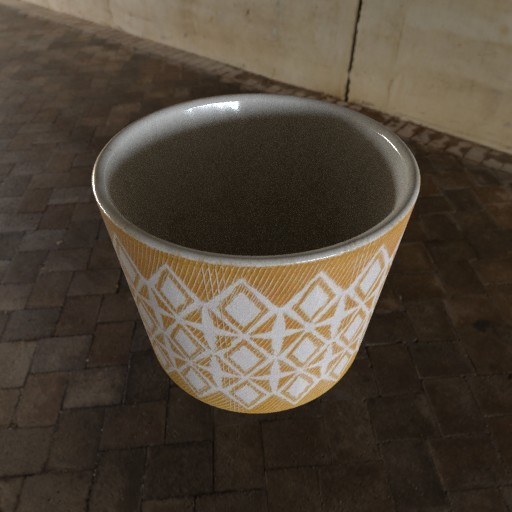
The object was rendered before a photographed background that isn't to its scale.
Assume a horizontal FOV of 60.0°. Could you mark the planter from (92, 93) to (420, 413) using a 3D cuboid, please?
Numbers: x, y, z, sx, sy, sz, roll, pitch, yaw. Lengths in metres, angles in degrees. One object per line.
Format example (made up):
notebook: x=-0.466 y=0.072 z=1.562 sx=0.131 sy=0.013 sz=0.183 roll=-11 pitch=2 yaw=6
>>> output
planter: x=0.000 y=0.000 z=0.324 sx=0.193 sy=0.165 sz=0.193 roll=0 pitch=42 yaw=0
